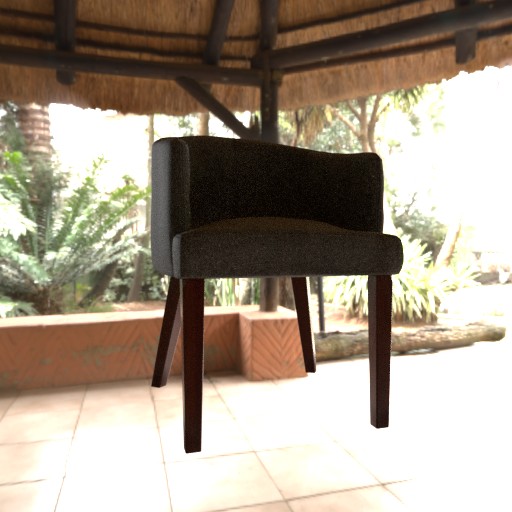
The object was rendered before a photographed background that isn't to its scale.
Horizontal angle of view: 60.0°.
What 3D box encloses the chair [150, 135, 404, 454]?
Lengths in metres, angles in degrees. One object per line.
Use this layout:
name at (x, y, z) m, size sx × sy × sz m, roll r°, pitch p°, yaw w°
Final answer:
chair at (0.000, 0.000, 1.264) m, size 0.583 × 0.811 × 0.655 m, roll 0°, pitch 1°, yaw -17°
